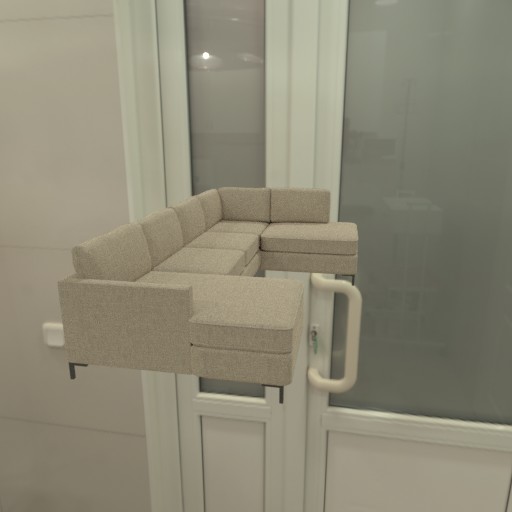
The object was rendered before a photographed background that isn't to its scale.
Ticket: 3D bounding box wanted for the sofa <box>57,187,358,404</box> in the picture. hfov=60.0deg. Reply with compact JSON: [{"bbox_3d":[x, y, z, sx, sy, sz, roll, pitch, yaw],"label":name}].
[{"bbox_3d":[0.000,0.000,4.367,2.021,0.996,3.423,3,16,10],"label":"sofa"}]
